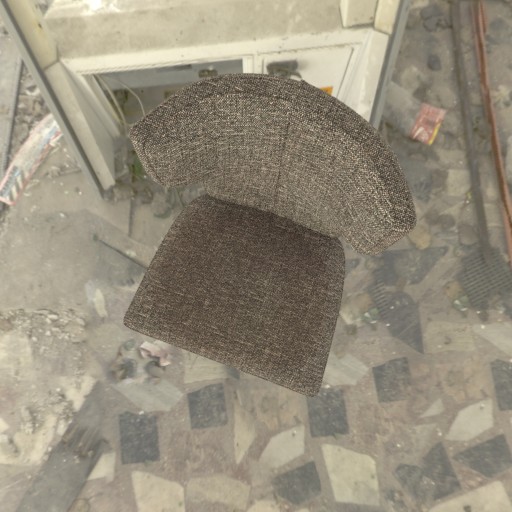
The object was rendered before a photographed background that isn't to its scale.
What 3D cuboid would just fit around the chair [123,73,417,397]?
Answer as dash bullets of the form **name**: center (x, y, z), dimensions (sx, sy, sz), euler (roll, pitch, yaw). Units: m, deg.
- **chair**: center (0.000, 0.000, 1.245), dimensions (0.611, 0.824, 0.617), euler (19, 77, 5)
